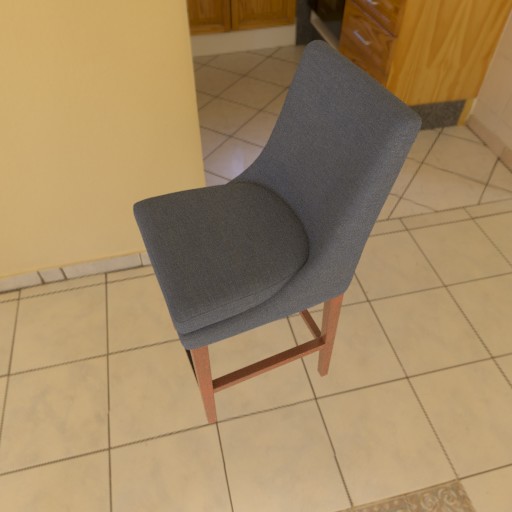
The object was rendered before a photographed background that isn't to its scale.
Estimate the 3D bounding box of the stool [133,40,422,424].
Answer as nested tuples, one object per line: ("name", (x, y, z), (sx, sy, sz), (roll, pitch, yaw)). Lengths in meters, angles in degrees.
("stool", (0.000, 0.000, 1.269), (0.577, 0.981, 0.470), (-18, 50, -15))
